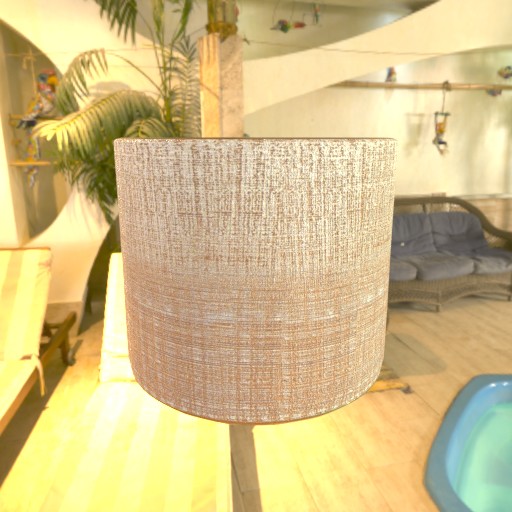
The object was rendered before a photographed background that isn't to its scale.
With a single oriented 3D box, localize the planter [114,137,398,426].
[{"bbox_3d":[0.000,0.000,0.186,0.109,0.096,0.109,0,15,0],"label":"planter"}]
